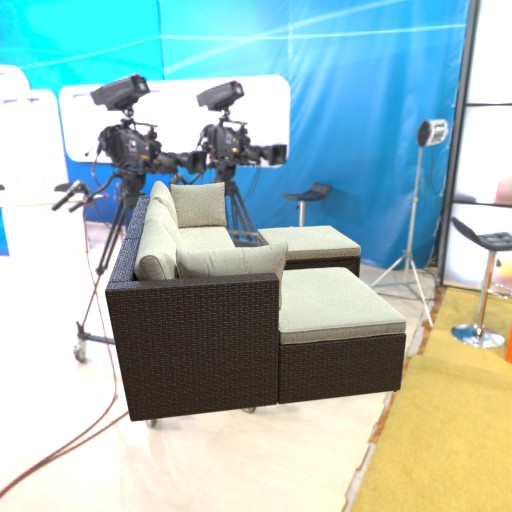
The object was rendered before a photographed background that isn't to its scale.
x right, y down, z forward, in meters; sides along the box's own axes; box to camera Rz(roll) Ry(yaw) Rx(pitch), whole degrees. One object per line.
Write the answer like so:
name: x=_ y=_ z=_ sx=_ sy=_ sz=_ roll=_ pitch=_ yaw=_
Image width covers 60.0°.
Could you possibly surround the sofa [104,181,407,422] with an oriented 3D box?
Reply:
sofa: x=0.000 y=0.000 z=2.957 sx=1.612 sy=0.766 sz=2.192 roll=-3 pitch=18 yaw=-10
